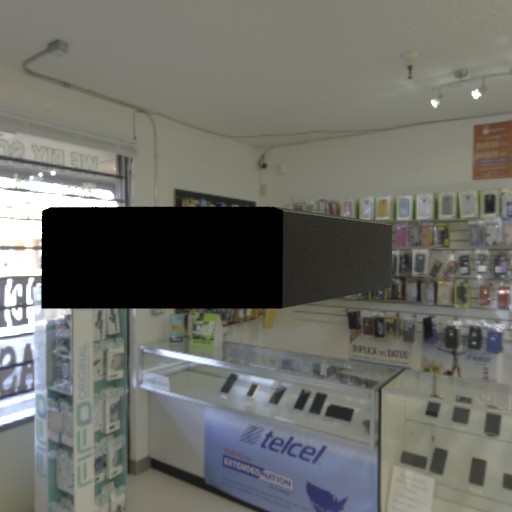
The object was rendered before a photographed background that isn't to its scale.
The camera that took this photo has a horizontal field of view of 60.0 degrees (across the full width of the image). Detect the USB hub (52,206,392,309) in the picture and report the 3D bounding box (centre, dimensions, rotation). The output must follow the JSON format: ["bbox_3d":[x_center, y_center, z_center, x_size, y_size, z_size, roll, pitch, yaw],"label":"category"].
[{"bbox_3d":[0.000,0.000,0.129,0.044,0.023,0.110,1,1,37],"label":"USB hub"}]
